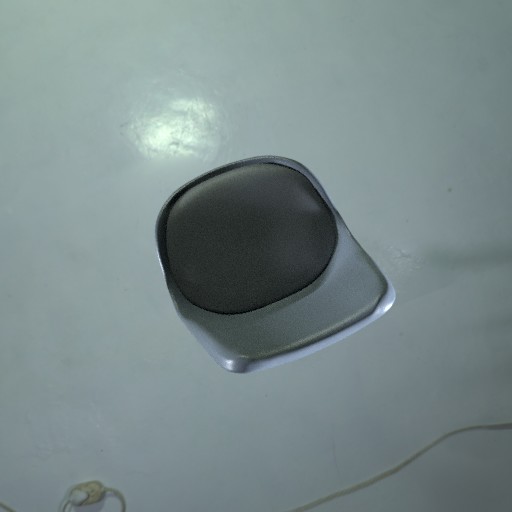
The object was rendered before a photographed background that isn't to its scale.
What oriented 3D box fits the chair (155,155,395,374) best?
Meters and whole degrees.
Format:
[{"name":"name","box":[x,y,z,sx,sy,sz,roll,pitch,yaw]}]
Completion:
[{"name":"chair","box":[0.000,0.000,1.184,0.485,0.850,0.550,-23,78,-5]}]
